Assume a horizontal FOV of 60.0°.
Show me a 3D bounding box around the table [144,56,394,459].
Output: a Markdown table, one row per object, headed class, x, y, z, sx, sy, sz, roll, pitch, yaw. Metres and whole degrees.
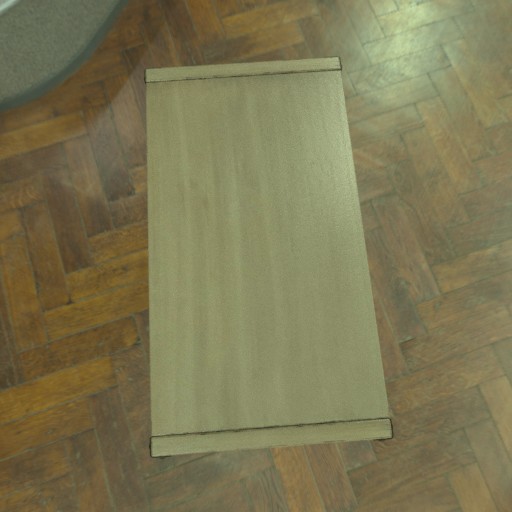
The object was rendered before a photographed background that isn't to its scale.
| class | x | y | z | sx | sy | sz | roll | pitch | yaw |
| --- | --- | --- | --- | --- | --- | --- | --- | --- | --- |
| table | 0.000 | 0.000 | 1.330 | 0.559 | 0.456 | 1.016 | -4 | 76 | -1 |
